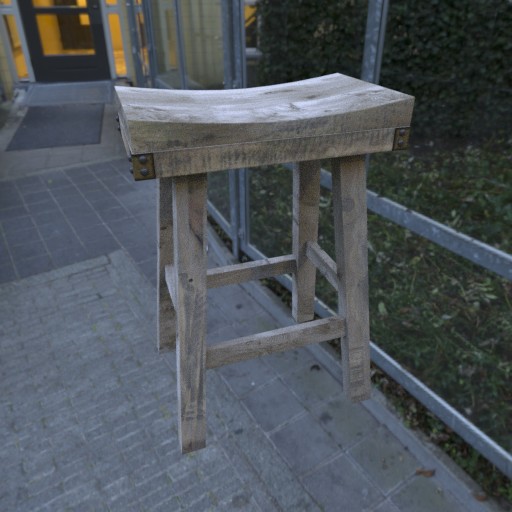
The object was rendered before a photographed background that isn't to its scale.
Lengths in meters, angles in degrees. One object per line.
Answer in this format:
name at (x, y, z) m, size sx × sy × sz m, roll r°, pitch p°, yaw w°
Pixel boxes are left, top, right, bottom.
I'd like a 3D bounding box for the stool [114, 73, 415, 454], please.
stool at (0.000, 0.000, 0.896) m, size 0.450 × 0.635 × 0.330 m, roll -10°, pitch 32°, yaw -16°
